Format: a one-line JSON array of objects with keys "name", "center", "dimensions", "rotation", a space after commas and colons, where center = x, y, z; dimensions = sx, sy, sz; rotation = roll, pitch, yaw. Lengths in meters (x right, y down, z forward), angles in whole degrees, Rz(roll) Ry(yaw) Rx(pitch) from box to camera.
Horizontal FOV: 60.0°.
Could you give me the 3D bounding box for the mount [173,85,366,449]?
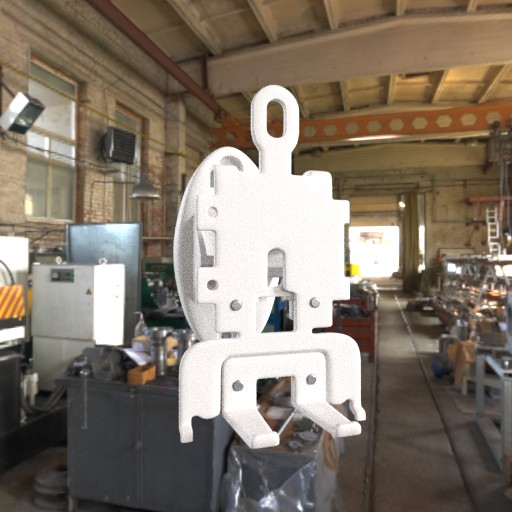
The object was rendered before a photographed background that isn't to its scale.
[{"name": "mount", "center": [0.000, 0.000, 0.175], "dimensions": [0.066, 0.118, 0.100], "rotation": [0, 0, -18]}]
